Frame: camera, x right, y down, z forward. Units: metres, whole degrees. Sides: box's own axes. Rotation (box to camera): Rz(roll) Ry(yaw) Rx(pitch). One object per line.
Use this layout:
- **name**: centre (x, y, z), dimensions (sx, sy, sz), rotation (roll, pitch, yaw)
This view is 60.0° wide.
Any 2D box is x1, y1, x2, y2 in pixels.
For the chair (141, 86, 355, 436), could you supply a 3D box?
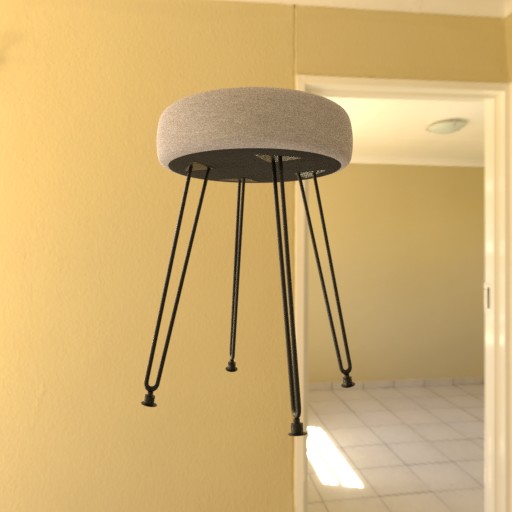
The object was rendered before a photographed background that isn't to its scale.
- **chair**: centre (0.000, 0.000, 0.695), dimensions (0.350, 0.440, 0.350), rotation (0, 0, -17)
